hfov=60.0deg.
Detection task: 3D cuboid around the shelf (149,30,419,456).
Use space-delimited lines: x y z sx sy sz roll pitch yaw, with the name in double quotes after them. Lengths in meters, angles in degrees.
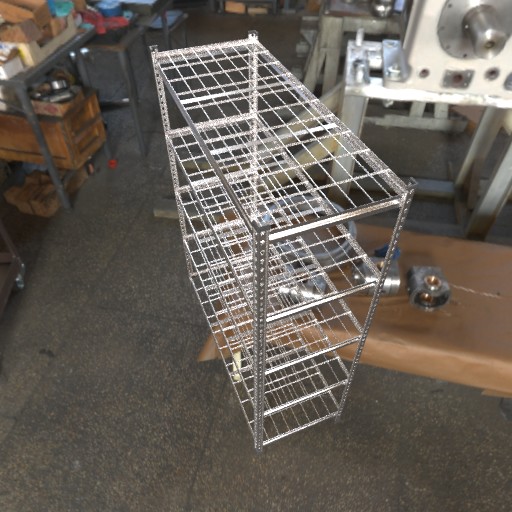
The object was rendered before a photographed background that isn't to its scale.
0.000 0.000 2.663 0.610 1.981 1.524 -16 49 -15 "shelf"
